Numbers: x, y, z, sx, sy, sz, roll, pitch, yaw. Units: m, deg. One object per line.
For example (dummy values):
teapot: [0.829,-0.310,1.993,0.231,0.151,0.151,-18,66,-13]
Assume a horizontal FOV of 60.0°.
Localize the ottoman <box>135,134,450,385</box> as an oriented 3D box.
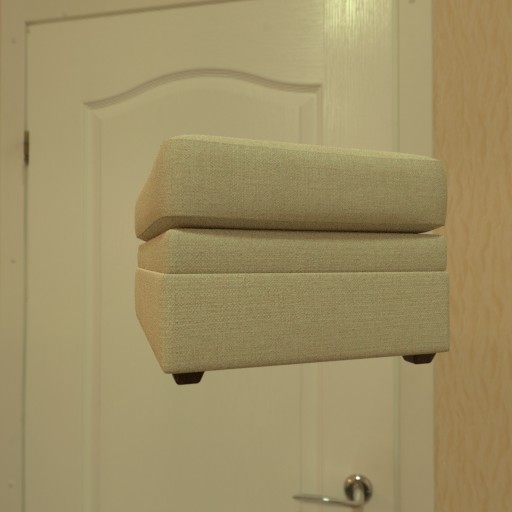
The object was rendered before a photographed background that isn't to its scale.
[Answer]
ottoman: [0.000,0.000,1.258,0.637,0.478,0.885,0,-1,-18]
